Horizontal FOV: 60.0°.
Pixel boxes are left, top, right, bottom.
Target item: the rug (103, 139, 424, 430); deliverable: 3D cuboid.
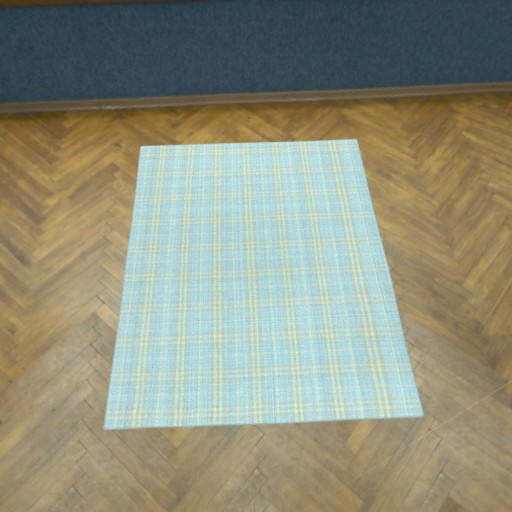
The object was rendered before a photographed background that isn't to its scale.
[{"bbox_3d":[0.000,0.000,4.205,2.462,0.030,3.066,-2,57,-1],"label":"rug"}]
